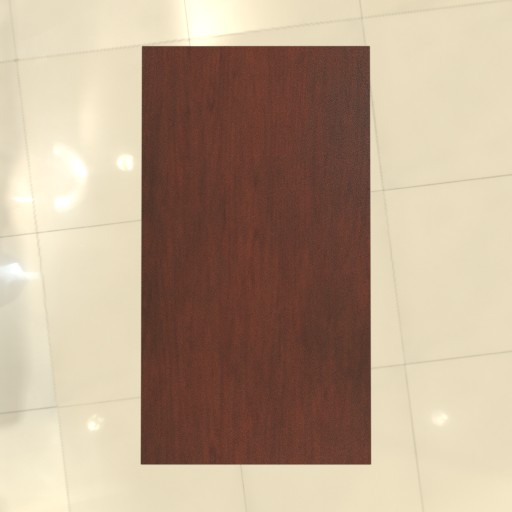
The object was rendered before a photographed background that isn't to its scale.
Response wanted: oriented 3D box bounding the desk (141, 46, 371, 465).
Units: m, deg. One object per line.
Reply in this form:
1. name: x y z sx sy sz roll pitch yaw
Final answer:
1. desk: 0.000 0.000 1.439 0.549 0.762 1.001 0 89 0
